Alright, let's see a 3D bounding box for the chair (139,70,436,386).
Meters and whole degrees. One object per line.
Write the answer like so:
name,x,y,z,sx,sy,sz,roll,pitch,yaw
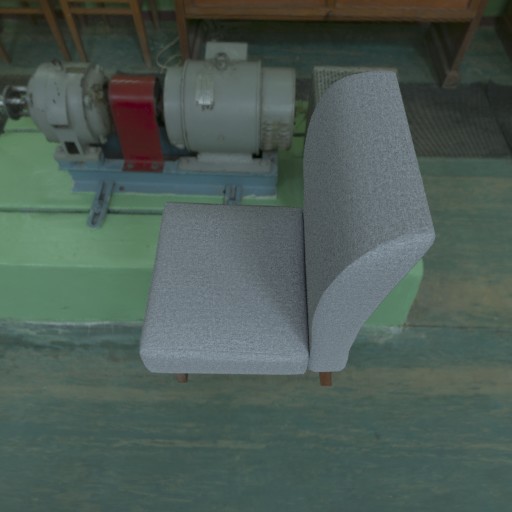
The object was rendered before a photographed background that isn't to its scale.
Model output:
chair,0.000,0.000,1.155,0.592,0.804,0.513,0,57,0
